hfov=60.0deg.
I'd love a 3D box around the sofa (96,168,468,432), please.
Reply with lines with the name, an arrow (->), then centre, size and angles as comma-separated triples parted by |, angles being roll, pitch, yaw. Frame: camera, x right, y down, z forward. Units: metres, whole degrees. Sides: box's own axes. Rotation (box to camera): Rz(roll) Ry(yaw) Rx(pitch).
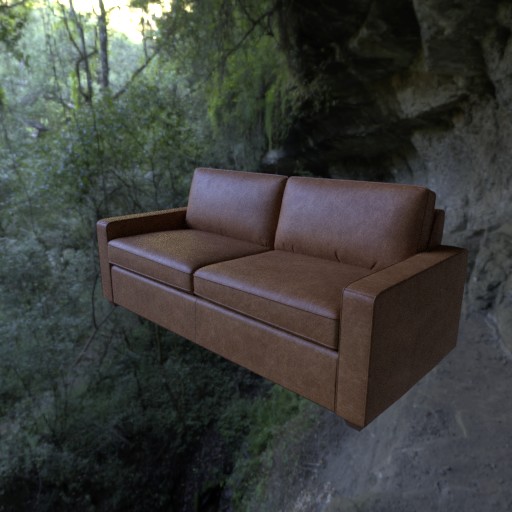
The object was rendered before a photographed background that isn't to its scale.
sofa -> 0.000, 0.000, 2.665 | 2.156, 0.928, 0.991 | 14, 21, 42
